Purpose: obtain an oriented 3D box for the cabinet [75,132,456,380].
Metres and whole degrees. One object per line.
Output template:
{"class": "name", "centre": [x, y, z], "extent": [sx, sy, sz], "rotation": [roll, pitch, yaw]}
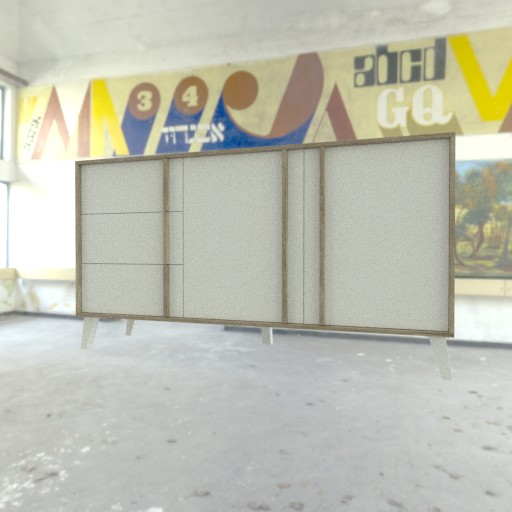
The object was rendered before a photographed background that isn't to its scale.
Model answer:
{"class": "cabinet", "centre": [0.000, 0.000, 2.002], "extent": [1.600, 0.870, 0.450], "rotation": [0, 1, 18]}
